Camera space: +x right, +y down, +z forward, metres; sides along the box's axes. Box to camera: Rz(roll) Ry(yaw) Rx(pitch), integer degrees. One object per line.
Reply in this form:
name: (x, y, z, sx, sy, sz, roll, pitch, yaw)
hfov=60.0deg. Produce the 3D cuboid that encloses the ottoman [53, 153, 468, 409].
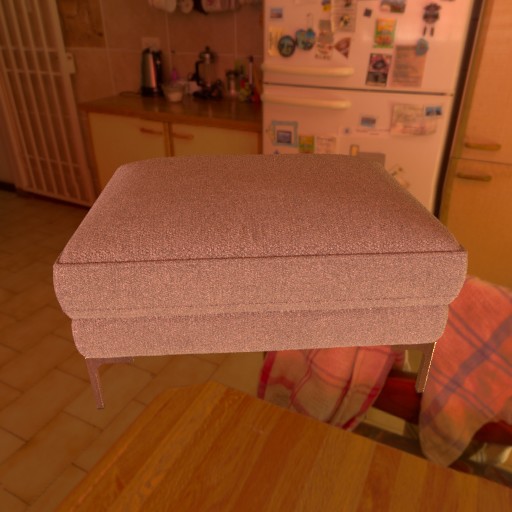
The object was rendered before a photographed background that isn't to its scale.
ottoman: (0.000, 0.000, 1.138, 0.785, 0.464, 0.583, -2, 29, -3)
